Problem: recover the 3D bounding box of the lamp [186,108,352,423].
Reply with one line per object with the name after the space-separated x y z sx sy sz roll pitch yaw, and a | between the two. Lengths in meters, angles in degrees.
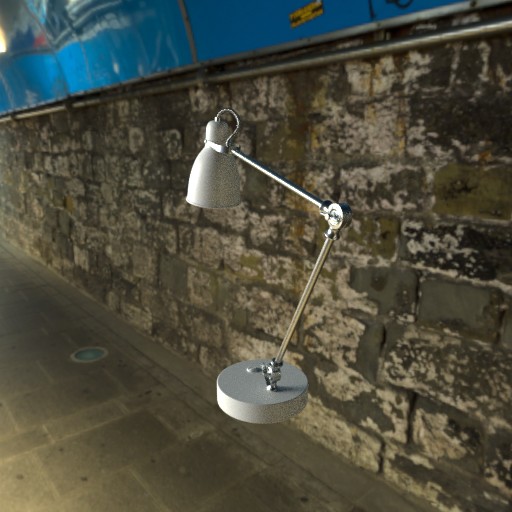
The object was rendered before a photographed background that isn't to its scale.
0.000 0.000 0.877 0.187 0.587 0.561 -7 15 -26 | lamp
